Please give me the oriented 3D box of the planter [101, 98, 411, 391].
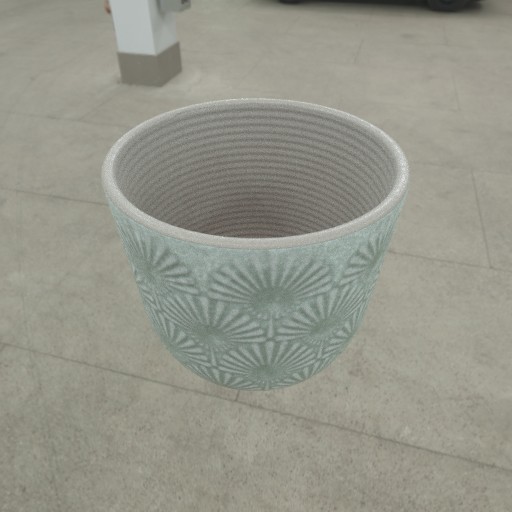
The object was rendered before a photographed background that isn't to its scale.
[{"bbox_3d":[0.000,0.000,0.298,0.170,0.152,0.170,0,40,0],"label":"planter"}]
